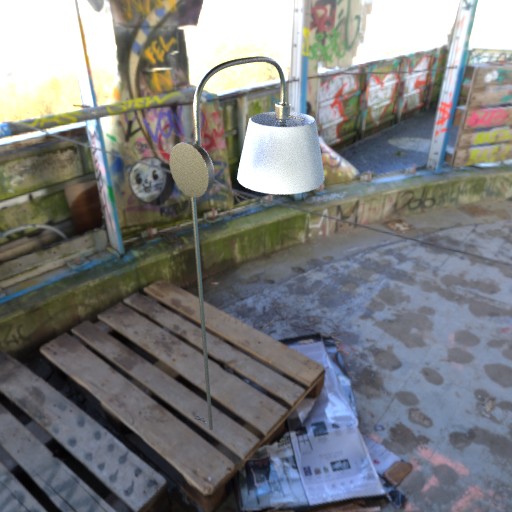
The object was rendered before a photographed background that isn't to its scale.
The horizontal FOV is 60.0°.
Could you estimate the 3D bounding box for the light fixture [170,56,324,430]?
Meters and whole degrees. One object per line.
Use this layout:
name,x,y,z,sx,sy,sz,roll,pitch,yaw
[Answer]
light fixture,0.000,0.000,0.482,0.092,0.399,0.176,22,37,33
